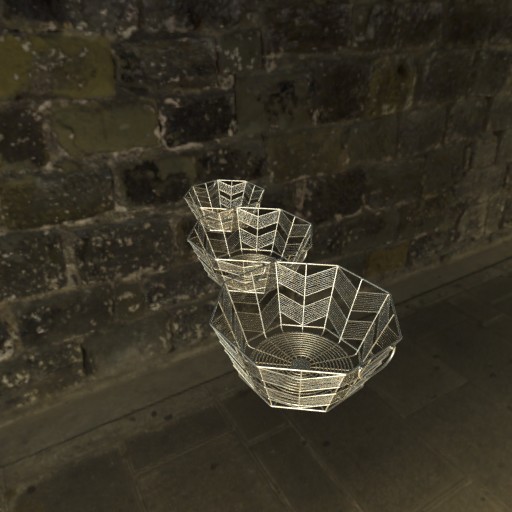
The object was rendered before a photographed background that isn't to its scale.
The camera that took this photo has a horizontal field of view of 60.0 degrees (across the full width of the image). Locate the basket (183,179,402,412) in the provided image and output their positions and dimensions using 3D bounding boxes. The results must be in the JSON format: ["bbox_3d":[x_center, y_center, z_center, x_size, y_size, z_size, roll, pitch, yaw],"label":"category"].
[{"bbox_3d":[0.000,0.000,1.379,0.432,0.178,1.246,-8,30,-13],"label":"basket"}]
